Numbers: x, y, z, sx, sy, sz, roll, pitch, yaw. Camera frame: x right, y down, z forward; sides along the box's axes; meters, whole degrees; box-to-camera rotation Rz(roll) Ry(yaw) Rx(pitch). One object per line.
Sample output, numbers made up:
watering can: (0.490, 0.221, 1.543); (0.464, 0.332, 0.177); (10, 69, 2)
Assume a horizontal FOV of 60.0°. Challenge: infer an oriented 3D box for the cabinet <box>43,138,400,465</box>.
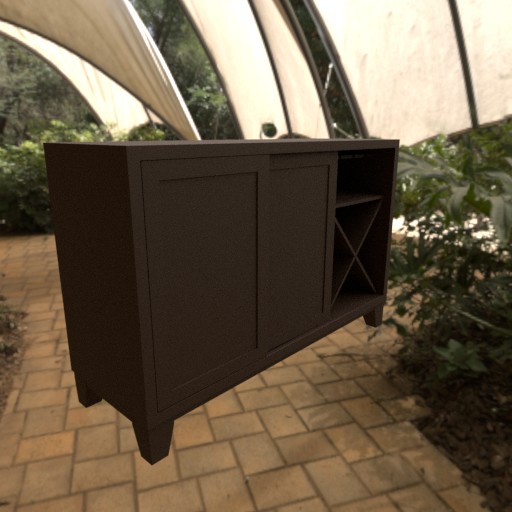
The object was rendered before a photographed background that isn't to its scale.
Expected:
cabinet: (0.000, 0.000, 1.814); (0.482, 0.914, 1.396); (14, 21, 42)
